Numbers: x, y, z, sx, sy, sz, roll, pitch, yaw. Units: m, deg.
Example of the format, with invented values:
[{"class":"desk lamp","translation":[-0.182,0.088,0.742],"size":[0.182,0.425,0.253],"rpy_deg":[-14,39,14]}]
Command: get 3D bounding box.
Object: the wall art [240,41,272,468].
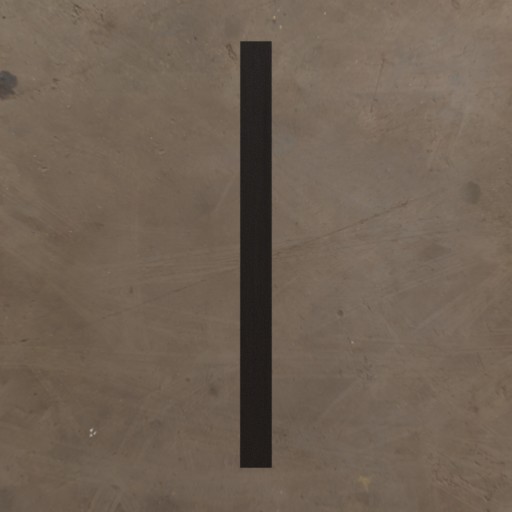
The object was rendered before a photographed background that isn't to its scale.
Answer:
[{"class":"wall art","translation":[0.000,0.000,0.749],"size":[0.034,0.552,0.455],"rpy_deg":[0,89,0]}]
